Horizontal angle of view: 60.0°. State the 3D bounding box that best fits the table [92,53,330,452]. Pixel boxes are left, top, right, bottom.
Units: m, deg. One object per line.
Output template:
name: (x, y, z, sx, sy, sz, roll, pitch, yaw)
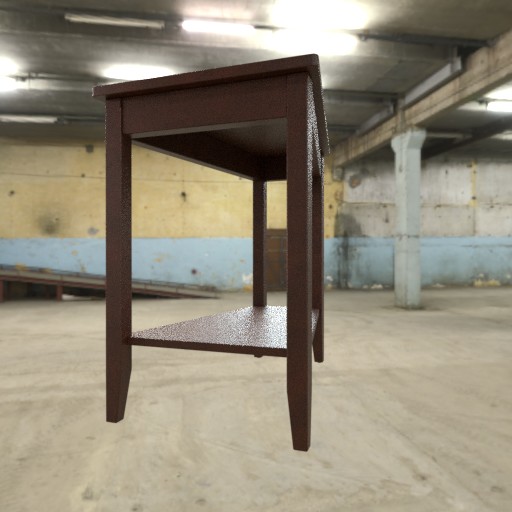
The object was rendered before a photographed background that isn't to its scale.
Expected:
table: (0.000, 0.000, 0.991, 0.399, 0.589, 0.605, 0, 0, 19)
